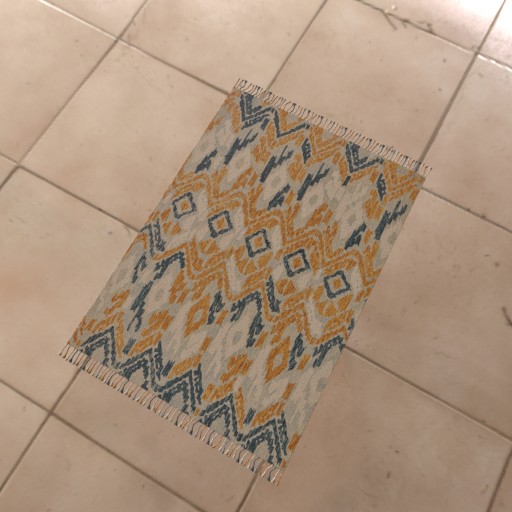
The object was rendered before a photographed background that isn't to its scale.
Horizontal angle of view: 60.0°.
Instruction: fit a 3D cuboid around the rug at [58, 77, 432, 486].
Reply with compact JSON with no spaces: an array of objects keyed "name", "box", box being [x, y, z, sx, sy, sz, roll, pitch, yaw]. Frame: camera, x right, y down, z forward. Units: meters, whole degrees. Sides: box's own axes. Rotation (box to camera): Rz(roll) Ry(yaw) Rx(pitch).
[{"name":"rug","box":[0.000,0.000,2.314,1.230,0.008,1.827,28,76,7]}]
